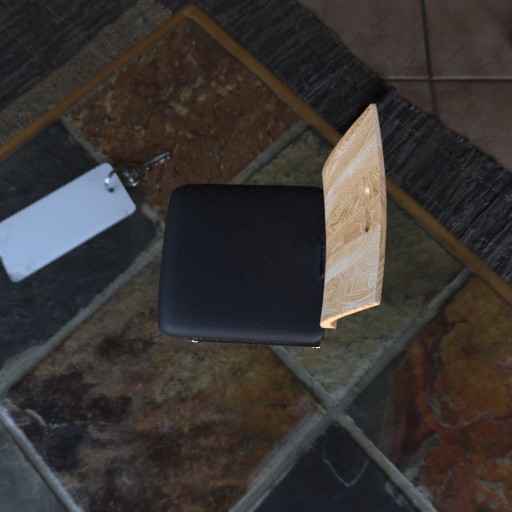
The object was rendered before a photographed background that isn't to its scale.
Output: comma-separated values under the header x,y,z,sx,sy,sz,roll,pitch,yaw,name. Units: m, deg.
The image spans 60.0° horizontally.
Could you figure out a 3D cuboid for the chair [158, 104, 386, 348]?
x,y,z,sx,sy,sz,roll,pitch,yaw,name
0.000,0.000,1.241,0.560,0.936,0.462,3,76,1,chair
